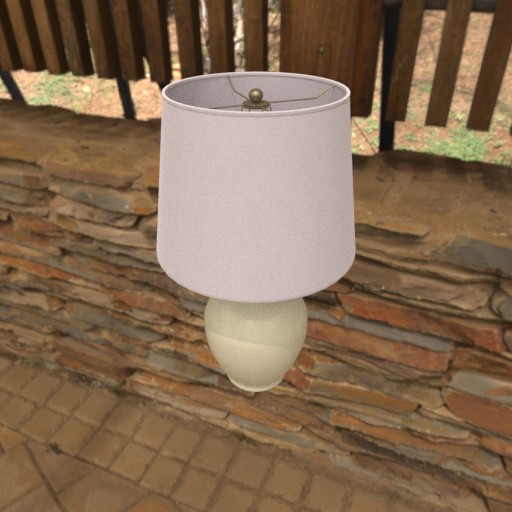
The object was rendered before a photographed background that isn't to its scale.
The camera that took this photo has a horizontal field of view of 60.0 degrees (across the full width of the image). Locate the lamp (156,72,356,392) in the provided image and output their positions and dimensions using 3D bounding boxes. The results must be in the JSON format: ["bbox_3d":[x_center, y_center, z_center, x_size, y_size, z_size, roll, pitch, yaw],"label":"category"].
[{"bbox_3d":[0.000,0.000,0.554,0.239,0.399,0.239,0,32,0],"label":"lamp"}]
